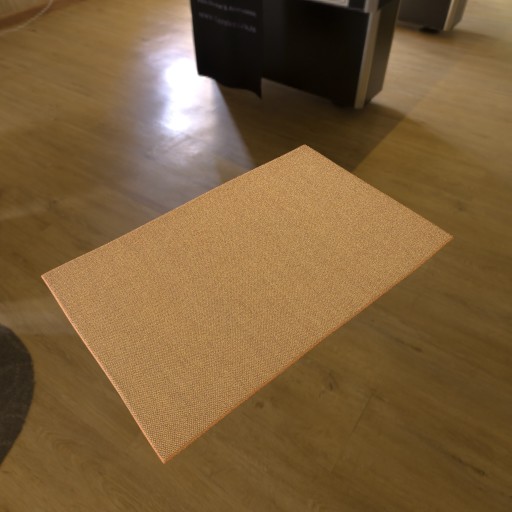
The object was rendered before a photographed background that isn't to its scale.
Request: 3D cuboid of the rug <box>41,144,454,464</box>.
[{"bbox_3d":[0.000,0.000,2.112,1.678,0.013,1.078,-31,54,-26],"label":"rug"}]
